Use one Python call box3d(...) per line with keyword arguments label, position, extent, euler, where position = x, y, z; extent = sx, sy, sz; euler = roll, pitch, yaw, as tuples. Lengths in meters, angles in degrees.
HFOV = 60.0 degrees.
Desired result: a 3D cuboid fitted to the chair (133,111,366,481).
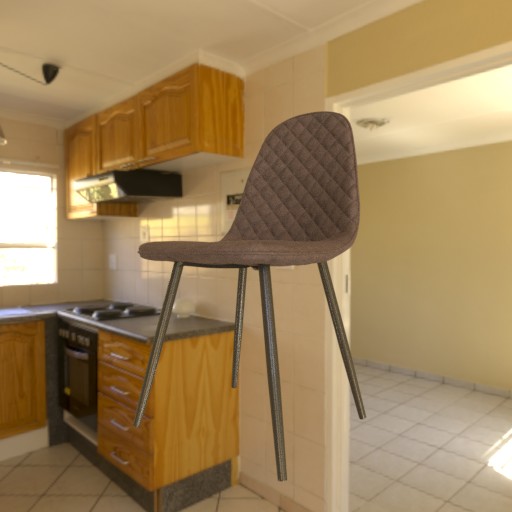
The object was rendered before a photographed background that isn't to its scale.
box3d(label="chair", position=(0.000, 0.000, 1.188), extent=(0.472, 0.889, 0.561), euler=(1, 1, 36))
